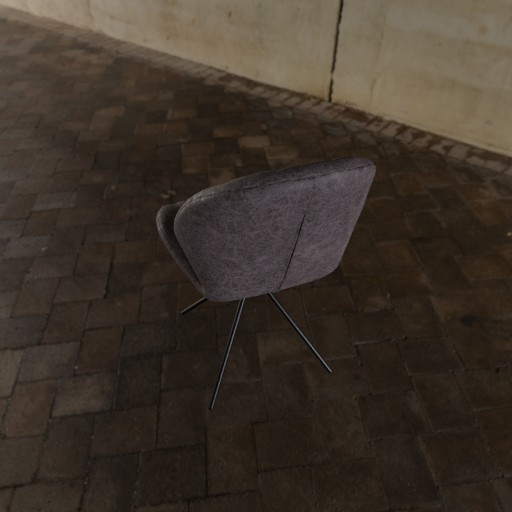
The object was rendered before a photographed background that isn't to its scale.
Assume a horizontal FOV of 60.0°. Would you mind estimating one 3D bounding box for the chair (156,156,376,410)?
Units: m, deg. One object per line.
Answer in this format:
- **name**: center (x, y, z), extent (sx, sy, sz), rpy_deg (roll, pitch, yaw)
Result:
- **chair**: center (0.000, 0.000, 1.324), extent (0.527, 0.934, 0.640), rpy_deg (-13, 43, -14)
